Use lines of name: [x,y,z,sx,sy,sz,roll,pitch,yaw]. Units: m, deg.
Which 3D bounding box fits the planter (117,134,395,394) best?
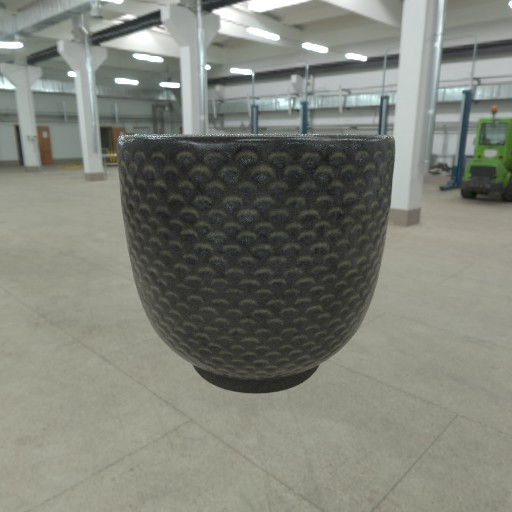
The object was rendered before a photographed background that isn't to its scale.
planter: [0.000,0.000,0.304,0.172,0.160,0.172,0,15,0]
